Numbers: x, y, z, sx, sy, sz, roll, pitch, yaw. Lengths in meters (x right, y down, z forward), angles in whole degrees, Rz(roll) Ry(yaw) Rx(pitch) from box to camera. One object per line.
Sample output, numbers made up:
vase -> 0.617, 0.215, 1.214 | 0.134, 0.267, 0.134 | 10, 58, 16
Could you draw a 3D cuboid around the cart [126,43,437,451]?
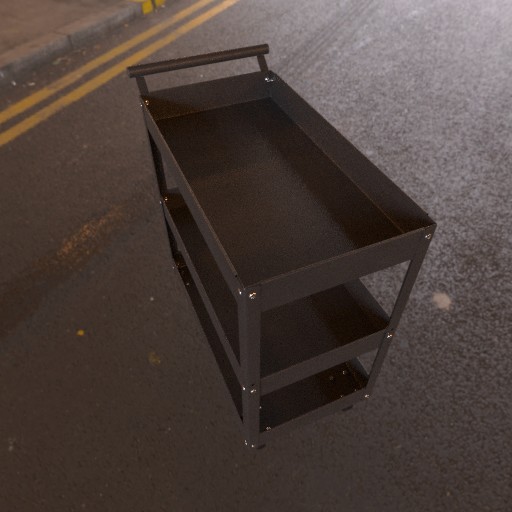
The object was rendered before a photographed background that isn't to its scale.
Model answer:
cart -> 0.000, 0.000, 1.157 | 0.366, 0.780, 0.719 | -17, 48, -16
